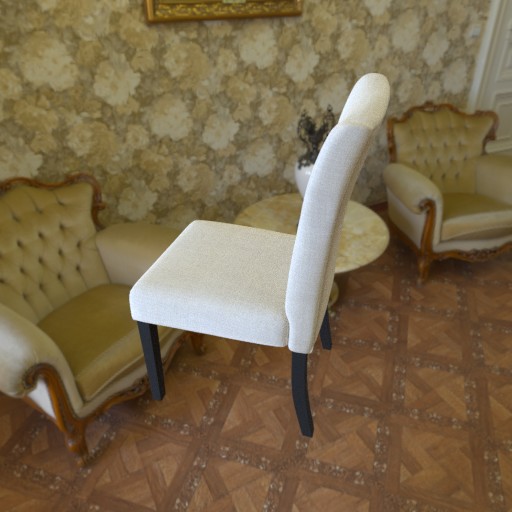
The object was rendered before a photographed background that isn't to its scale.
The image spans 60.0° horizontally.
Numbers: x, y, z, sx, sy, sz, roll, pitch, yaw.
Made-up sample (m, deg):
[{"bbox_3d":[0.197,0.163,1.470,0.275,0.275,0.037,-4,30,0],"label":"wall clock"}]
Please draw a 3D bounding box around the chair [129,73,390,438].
[{"bbox_3d":[0.000,0.000,1.258,0.597,0.921,0.509,9,33,14],"label":"chair"}]
